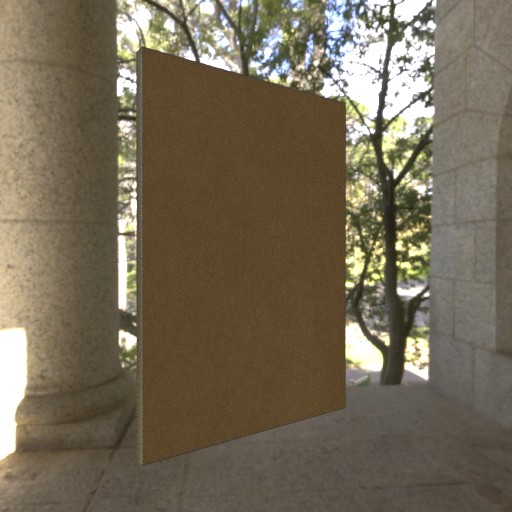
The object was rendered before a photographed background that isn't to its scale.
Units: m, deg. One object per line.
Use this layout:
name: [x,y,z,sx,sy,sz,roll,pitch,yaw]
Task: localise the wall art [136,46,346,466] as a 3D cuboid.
wall art: [0.000,0.000,0.578,0.314,0.455,0.019,0,0,-35]
